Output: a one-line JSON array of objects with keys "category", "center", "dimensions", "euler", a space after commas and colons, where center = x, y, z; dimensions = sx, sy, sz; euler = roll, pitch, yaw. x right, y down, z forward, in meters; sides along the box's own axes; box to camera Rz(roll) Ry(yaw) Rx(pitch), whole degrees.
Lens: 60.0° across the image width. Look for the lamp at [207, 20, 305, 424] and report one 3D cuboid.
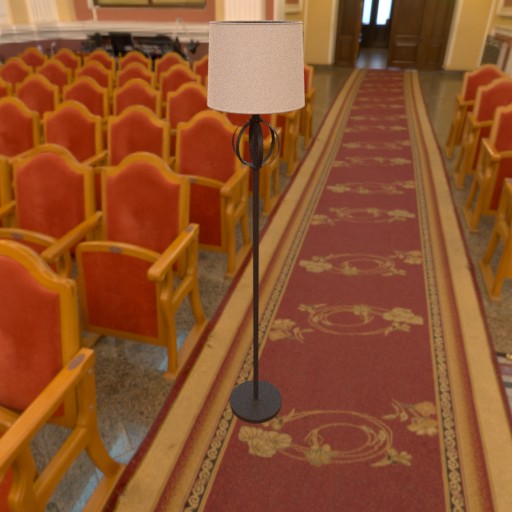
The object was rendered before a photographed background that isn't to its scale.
[{"category": "lamp", "center": [0.000, 0.000, 1.564], "dimensions": [0.286, 1.462, 0.286], "euler": [8, 30, 14]}]
